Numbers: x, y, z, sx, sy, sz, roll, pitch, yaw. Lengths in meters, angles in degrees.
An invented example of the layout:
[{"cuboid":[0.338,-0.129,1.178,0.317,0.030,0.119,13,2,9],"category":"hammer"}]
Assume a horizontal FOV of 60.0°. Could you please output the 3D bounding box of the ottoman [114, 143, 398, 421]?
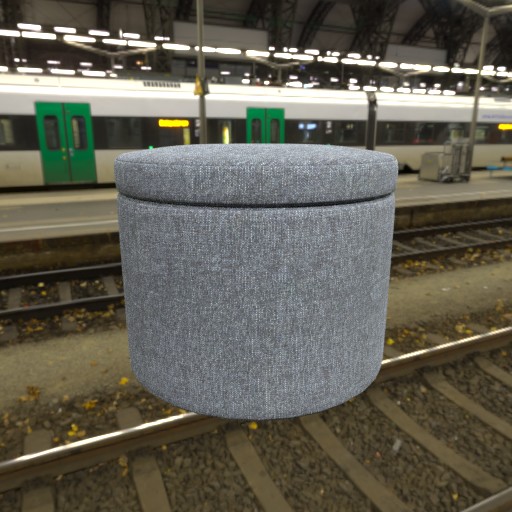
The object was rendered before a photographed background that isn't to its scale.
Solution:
[{"cuboid":[0.000,0.000,0.859,0.500,0.419,0.500,0,15,0],"category":"ottoman"}]
